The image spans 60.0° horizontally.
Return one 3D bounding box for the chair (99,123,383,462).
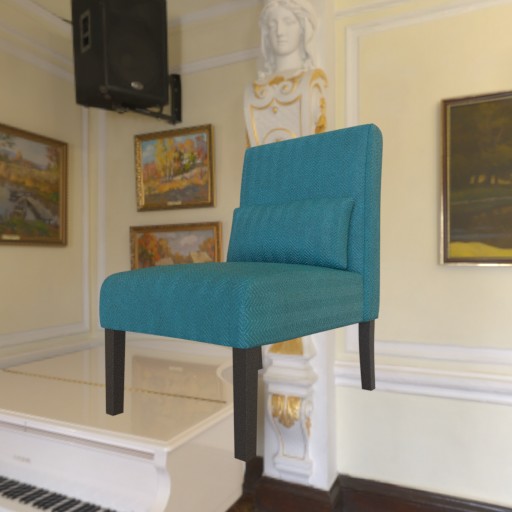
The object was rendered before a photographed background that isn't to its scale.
[{"bbox_3d":[0.000,0.000,1.446,0.579,0.927,0.808,-1,-1,37],"label":"chair"}]
